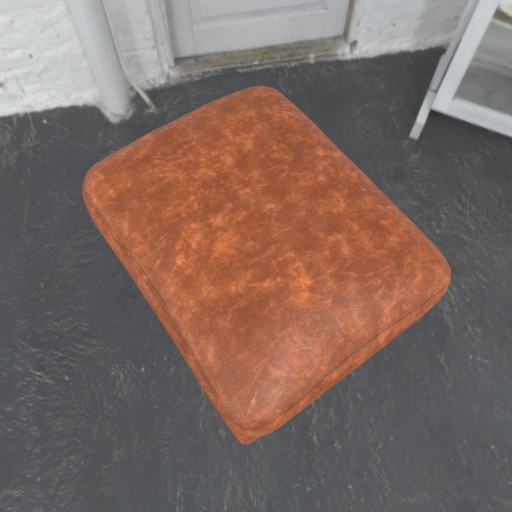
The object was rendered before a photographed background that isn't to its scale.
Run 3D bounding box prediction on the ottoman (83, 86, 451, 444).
[{"bbox_3d":[0.000,0.000,1.275,0.657,0.562,0.832,-32,68,-15],"label":"ottoman"}]
